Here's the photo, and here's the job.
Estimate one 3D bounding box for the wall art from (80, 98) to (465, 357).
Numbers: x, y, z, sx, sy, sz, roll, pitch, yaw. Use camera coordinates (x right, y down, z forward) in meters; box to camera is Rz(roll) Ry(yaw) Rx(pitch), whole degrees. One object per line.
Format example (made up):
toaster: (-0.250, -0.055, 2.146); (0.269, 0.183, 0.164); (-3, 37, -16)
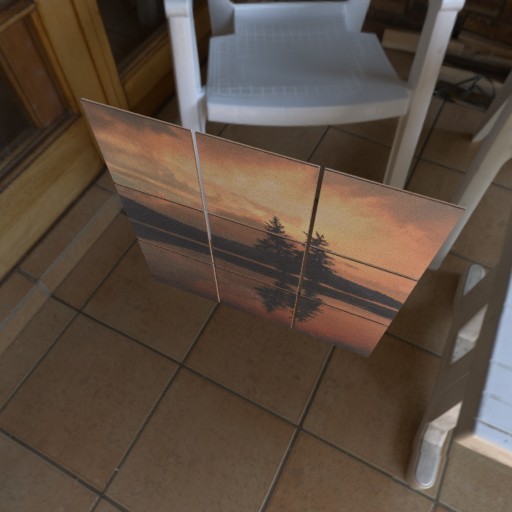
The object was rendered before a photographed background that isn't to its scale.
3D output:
wall art: (0.000, 0.000, 2.293); (1.520, 1.525, 0.013); (19, 60, 11)
